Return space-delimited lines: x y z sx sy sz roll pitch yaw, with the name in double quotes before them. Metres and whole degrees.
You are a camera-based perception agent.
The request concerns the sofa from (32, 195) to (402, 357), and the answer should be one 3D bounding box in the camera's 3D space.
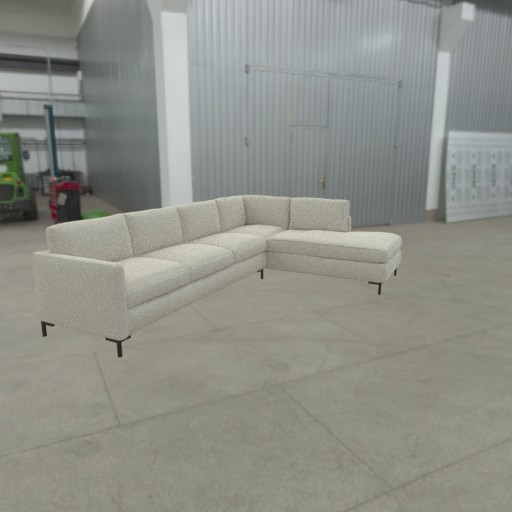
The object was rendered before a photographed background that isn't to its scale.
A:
"sofa" 0.000 0.000 3.898 2.007 0.815 2.949 7 14 27
